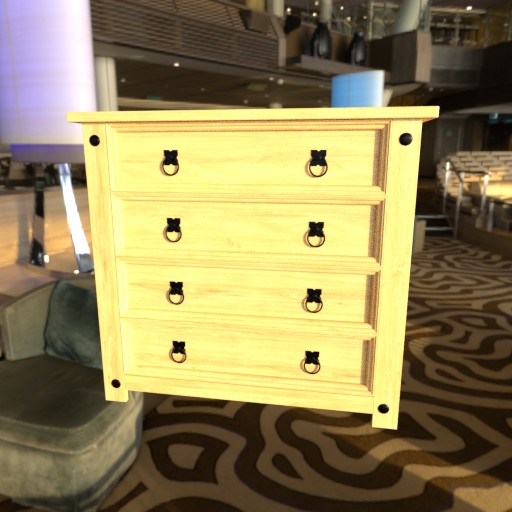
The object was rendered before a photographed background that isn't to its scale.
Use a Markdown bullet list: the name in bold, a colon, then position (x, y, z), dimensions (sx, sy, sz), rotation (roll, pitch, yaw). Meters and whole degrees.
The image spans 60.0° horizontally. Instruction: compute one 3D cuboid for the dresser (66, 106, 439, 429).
- **dresser**: position (0.000, 0.000, 1.214), dimensions (0.800, 0.730, 0.410), rotation (2, 13, 10)
